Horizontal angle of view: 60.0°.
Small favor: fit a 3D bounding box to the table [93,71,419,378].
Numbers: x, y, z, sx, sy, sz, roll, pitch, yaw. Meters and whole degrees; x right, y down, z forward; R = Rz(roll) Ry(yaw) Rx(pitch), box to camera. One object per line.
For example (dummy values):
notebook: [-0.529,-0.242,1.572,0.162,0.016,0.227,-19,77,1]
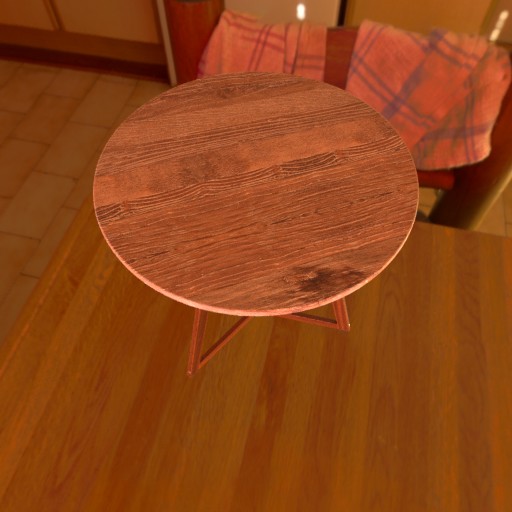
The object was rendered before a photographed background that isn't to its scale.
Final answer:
table: [0.000,0.000,0.899,0.500,0.500,0.500,0,56,0]
